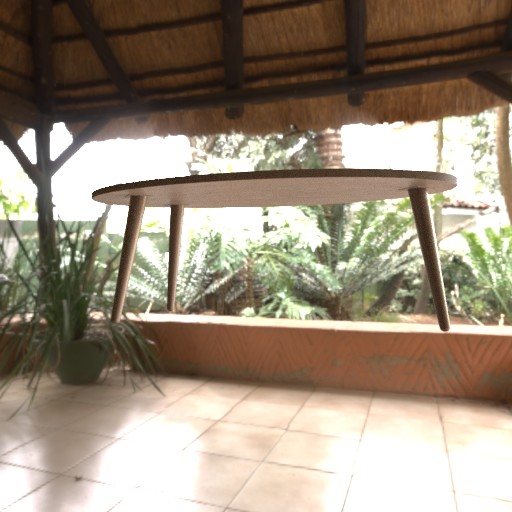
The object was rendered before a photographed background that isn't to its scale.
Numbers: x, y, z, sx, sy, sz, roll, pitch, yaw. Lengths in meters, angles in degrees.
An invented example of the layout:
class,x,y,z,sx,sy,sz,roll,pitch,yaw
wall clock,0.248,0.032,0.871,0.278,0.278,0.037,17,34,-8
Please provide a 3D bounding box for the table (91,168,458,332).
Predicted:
class,x,y,z,sx,sy,sz,roll,pitch,yaw
table,0.000,0.000,1.302,1.083,0.390,0.542,0,0,19
